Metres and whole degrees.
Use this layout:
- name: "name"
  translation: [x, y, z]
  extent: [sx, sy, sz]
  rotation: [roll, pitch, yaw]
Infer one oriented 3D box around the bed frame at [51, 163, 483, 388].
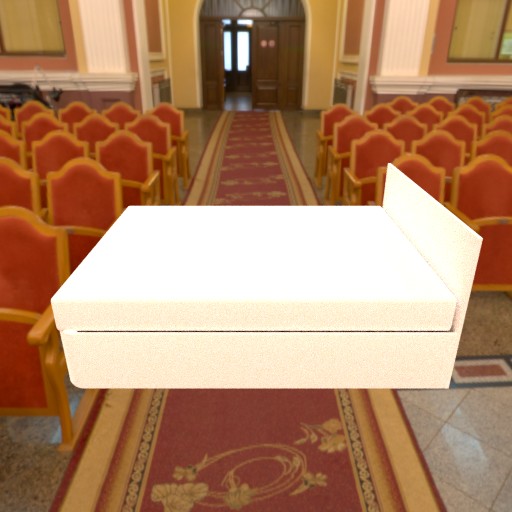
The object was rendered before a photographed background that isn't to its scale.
- name: "bed frame"
  translation: [0.000, 0.000, 2.659]
  extent: [1.900, 0.800, 1.400]
  rotation: [0, 24, 0]
